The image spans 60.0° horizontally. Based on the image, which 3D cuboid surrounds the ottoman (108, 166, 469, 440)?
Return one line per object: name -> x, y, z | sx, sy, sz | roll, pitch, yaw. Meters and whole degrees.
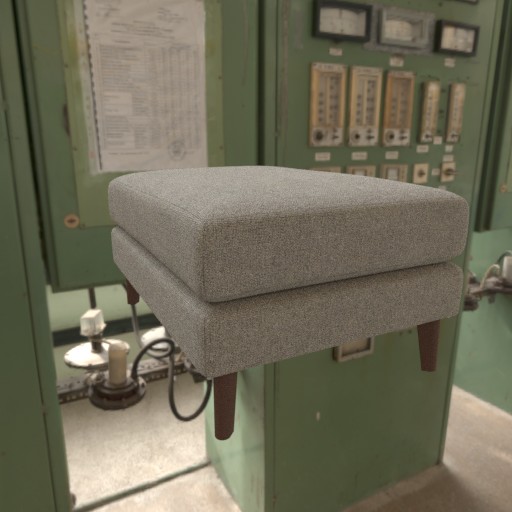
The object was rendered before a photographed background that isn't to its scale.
ottoman -> 0.000, 0.000, 1.175 | 0.611, 0.441, 0.821 | -8, 17, -26
